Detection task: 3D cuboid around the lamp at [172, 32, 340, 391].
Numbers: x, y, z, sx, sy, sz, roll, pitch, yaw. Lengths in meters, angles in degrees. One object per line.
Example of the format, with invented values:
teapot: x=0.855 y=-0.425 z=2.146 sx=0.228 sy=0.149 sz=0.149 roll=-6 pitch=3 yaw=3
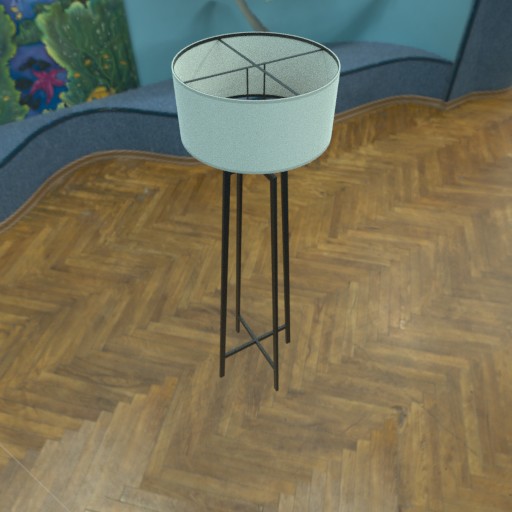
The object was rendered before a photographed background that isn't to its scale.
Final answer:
lamp: x=0.000 y=0.000 z=1.747 sx=0.457 sy=1.510 sz=0.456 roll=-23 pitch=50 yaw=-21
